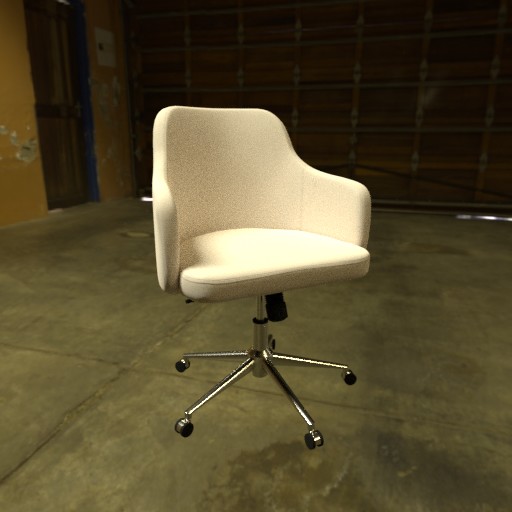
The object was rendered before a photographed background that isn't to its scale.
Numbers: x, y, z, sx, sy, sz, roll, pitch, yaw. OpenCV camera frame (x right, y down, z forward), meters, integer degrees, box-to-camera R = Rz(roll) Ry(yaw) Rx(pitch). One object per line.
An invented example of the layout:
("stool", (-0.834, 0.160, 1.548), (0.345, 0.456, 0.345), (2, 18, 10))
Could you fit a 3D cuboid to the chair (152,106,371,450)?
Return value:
("chair", (0.000, 0.000, 1.239), (0.602, 0.819, 0.647), (-7, 16, -26))
